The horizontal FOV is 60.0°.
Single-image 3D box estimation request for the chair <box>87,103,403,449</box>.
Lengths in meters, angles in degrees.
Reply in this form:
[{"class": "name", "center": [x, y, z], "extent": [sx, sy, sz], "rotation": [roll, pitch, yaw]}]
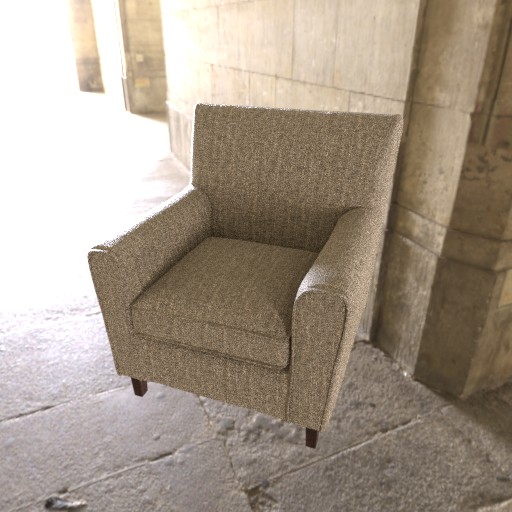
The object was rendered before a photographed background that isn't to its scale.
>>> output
[{"class": "chair", "center": [0.000, 0.000, 1.633], "extent": [0.864, 0.928, 0.873], "rotation": [10, 28, 18]}]
